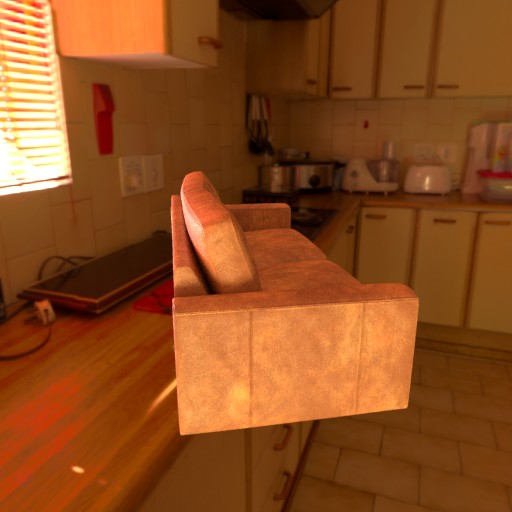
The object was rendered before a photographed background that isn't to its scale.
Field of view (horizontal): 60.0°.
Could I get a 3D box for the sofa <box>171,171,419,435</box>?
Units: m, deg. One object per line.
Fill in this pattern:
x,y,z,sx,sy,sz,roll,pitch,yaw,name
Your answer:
0.000,0.000,2.742,1.016,0.873,2.179,-3,17,-10,sofa
